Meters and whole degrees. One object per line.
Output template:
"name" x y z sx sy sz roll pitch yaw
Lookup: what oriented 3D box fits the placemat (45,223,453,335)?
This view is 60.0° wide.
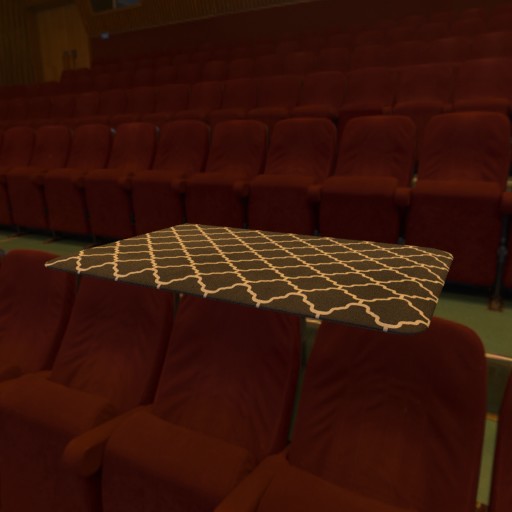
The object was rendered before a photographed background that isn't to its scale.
"placemat" 0.000 0.000 0.966 0.762 0.021 0.508 7 16 27
